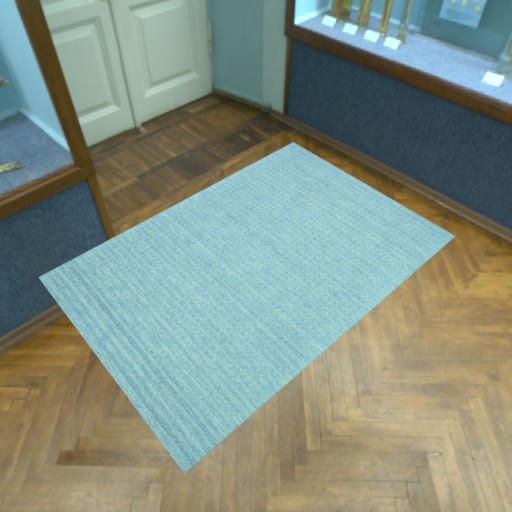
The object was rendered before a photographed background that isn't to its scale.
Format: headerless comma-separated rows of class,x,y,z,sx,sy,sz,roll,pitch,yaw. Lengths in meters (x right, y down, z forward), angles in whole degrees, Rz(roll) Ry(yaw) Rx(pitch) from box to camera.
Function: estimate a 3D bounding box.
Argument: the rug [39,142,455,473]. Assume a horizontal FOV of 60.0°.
rug,0.000,0.000,3.705,2.895,0.006,1.982,-33,55,-27
